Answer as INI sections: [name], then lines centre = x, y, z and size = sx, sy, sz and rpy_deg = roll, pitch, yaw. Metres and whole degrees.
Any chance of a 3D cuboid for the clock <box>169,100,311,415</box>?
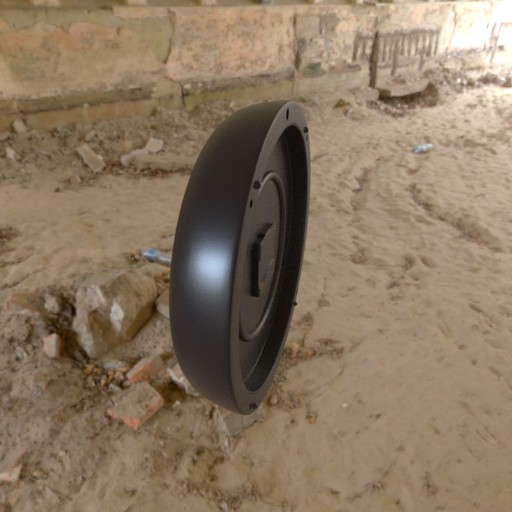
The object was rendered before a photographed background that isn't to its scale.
[clock]
centre = 0.000, 0.000, 0.448
size = 0.060, 0.300, 0.300
rpy_deg = 9, 32, 15
